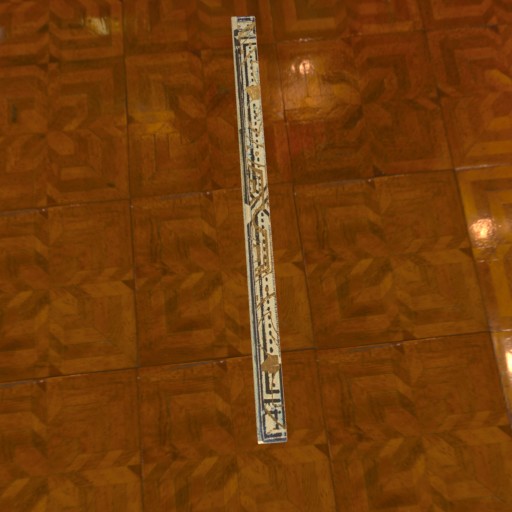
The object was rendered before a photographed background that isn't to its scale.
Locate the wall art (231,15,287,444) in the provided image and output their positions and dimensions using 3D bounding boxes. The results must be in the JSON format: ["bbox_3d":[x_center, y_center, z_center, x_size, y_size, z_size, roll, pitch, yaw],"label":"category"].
[{"bbox_3d":[0.000,0.000,0.899,0.036,0.607,0.609,-4,77,-1],"label":"wall art"}]
